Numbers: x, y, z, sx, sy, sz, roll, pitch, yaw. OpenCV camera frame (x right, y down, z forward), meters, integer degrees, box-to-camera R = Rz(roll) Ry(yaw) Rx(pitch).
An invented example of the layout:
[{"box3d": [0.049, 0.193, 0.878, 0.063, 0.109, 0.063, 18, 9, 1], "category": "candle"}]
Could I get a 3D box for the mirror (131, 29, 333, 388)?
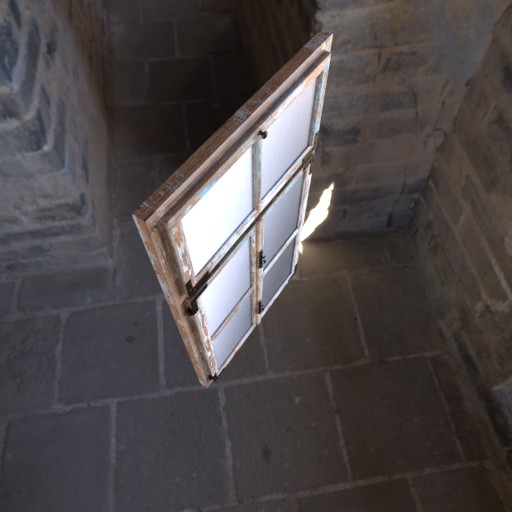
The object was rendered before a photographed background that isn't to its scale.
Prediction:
[{"box3d": [0.000, 0.000, 1.494, 0.083, 1.213, 0.707, 31, 64, 17], "category": "mirror"}]
